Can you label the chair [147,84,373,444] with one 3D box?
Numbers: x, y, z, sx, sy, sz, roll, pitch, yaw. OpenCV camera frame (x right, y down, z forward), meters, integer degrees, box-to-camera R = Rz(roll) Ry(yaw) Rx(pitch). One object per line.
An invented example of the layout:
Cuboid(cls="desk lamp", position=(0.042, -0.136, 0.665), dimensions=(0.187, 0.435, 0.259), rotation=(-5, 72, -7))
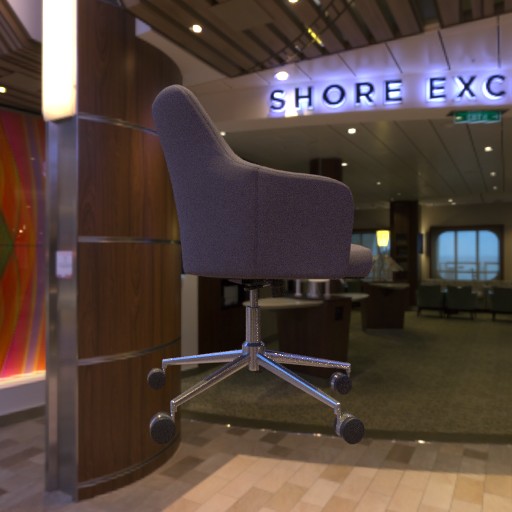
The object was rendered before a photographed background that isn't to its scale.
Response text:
Cuboid(cls="chair", position=(0.000, 0.000, 1.242), dimensions=(0.600, 0.820, 0.655), rotation=(0, 0, -17))
